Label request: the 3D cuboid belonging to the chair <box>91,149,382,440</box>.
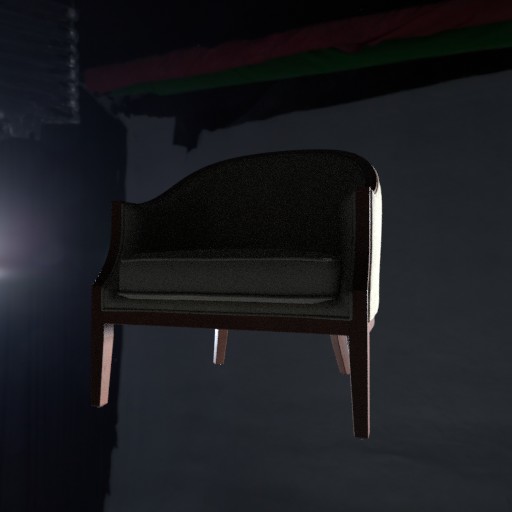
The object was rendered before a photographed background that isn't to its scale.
[{"bbox_3d":[0.000,0.000,1.470,0.803,0.876,0.735,0,-1,19],"label":"chair"}]
